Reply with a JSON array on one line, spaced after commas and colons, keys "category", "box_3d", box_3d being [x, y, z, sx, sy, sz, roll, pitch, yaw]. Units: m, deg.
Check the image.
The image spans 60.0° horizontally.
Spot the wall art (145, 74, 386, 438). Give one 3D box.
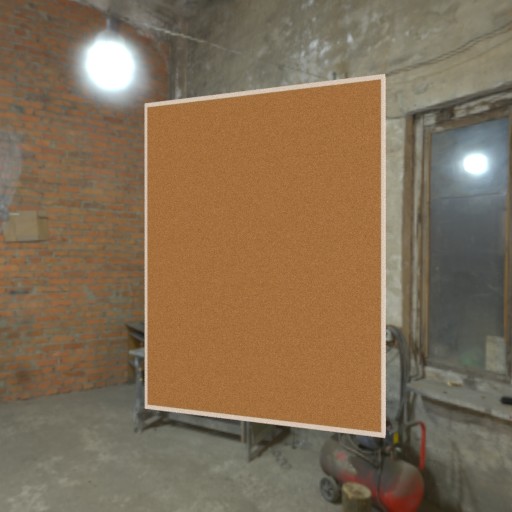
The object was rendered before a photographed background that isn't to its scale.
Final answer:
[{"category": "wall art", "box_3d": [0.000, 0.000, 1.418, 0.795, 1.050, 0.039, 0, 0, 18]}]
